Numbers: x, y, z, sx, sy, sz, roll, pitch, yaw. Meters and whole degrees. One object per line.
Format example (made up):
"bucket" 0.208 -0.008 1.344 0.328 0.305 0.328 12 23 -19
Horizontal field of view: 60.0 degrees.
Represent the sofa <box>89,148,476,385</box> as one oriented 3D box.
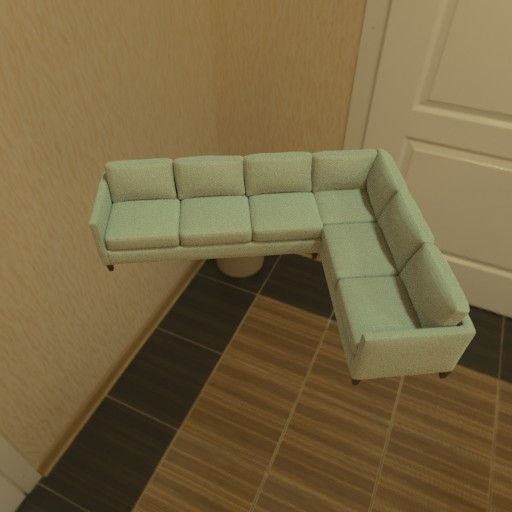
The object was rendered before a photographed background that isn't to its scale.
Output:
"sofa" 0.000 0.000 4.429 3.333 0.934 2.522 -3 46 -3
